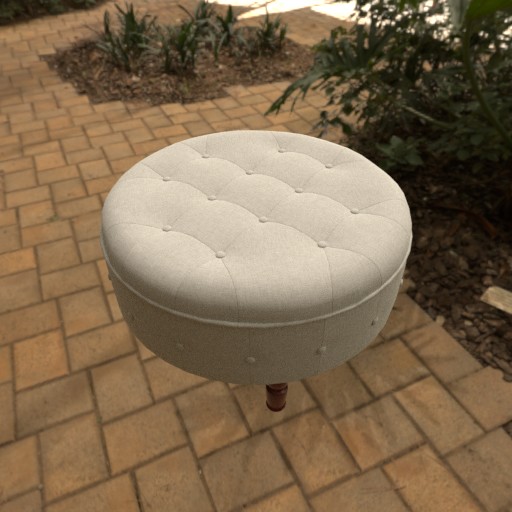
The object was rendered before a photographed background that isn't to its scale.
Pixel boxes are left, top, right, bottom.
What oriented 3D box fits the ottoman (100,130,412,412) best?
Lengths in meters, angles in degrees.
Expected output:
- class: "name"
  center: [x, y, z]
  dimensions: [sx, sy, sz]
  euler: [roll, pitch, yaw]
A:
- class: "ottoman"
  center: [0.000, 0.000, 1.353]
  dimensions: [0.850, 0.483, 0.850]
  euler: [0, 40, 0]
